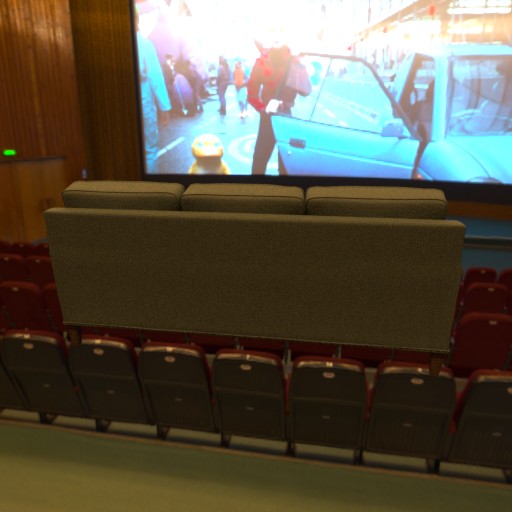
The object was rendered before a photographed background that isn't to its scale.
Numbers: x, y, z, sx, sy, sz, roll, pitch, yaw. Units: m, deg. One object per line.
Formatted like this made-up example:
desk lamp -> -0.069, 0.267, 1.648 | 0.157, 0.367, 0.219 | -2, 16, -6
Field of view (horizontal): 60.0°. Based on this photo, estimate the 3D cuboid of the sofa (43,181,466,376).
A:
sofa -> 0.000, 0.000, 2.820 | 2.246, 1.003, 1.084 | 3, 17, 9
